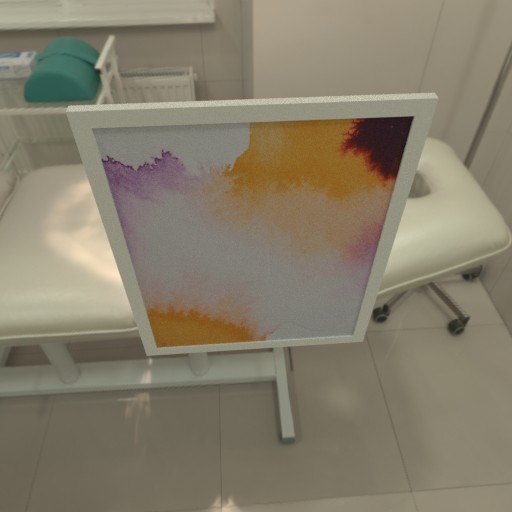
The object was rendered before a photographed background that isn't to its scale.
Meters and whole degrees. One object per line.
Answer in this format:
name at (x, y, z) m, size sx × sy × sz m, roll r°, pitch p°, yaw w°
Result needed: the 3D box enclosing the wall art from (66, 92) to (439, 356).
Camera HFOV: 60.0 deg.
wall art at (0.000, 0.000, 0.620) m, size 0.382 × 0.456 × 0.013 m, roll -3°, pitch 46°, yaw -3°
